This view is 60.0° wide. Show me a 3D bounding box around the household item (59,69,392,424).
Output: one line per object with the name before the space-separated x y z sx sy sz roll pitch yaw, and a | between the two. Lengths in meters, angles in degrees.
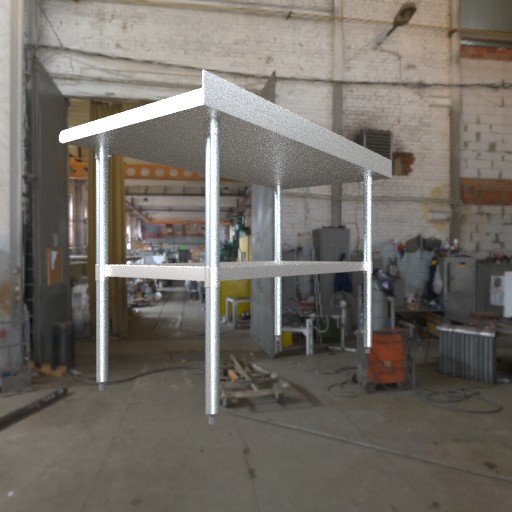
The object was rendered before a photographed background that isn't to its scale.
household item | 0.000 0.000 1.677 0.610 0.851 1.219 0 0 37
